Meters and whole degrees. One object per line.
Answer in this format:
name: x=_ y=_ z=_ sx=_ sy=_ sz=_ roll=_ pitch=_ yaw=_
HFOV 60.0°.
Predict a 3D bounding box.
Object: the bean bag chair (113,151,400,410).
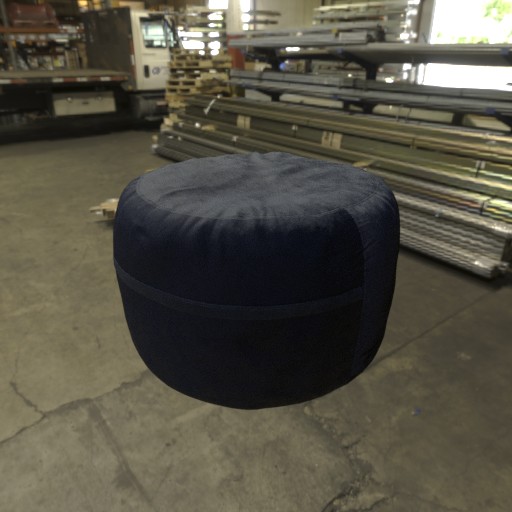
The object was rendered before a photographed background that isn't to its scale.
bean bag chair: x=0.000 y=0.000 z=2.000 sx=1.219 sy=0.762 sz=1.219 roll=0 pitch=26 yaw=0
